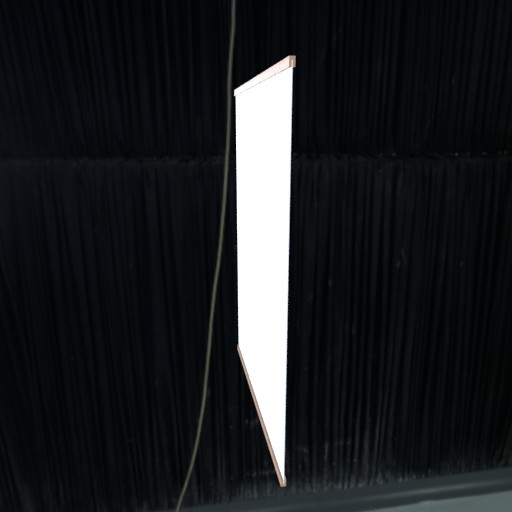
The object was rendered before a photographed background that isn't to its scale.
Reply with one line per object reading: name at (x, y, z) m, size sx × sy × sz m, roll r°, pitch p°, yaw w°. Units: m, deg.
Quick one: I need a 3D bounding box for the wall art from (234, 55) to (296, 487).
wall art at (0.000, 0.000, 1.356) m, size 0.013 × 1.016 × 0.758 m, roll -3°, pitch 16°, yaw -10°
